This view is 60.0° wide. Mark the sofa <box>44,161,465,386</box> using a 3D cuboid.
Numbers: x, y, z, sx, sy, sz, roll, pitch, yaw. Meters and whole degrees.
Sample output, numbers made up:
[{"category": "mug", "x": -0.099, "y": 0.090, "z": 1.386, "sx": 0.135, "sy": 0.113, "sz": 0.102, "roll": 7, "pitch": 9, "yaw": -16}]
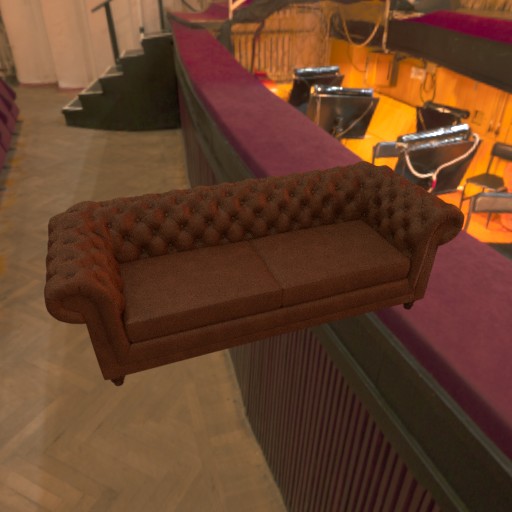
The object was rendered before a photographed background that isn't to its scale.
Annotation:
[{"category": "sofa", "x": 0.000, "y": 0.000, "z": 2.849, "sx": 2.385, "sy": 0.783, "sz": 0.944, "roll": -11, "pitch": 34, "yaw": -17}]
